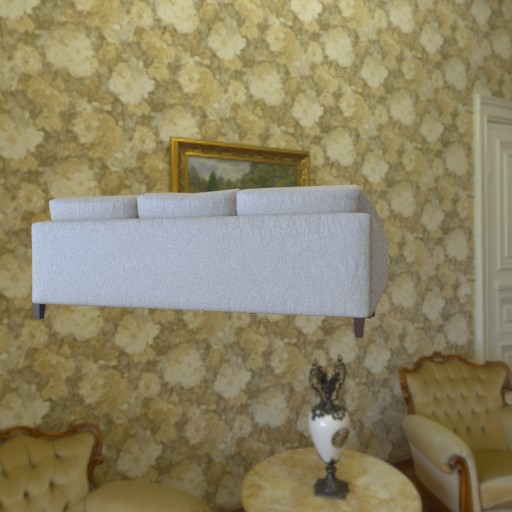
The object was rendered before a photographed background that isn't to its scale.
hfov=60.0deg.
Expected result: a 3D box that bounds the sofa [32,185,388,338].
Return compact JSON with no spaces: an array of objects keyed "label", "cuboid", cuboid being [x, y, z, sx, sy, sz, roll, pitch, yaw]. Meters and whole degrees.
[{"label":"sofa","cuboid":[0.000,0.000,4.485,2.522,0.934,3.333,0,0,18]}]
